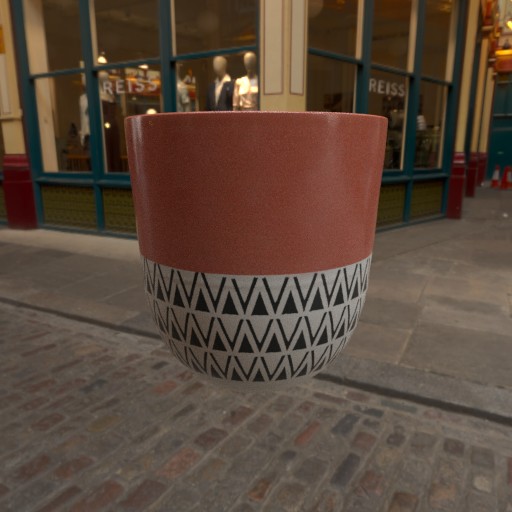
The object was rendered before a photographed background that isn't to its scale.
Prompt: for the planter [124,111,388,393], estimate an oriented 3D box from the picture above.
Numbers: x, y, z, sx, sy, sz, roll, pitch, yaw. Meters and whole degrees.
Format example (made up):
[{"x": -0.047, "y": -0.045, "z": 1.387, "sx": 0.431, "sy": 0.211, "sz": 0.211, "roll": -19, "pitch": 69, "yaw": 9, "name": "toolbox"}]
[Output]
[{"x": 0.000, "y": 0.000, "z": 0.366, "sx": 0.195, "sy": 0.214, "sz": 0.195, "roll": 0, "pitch": 14, "yaw": 0, "name": "planter"}]
